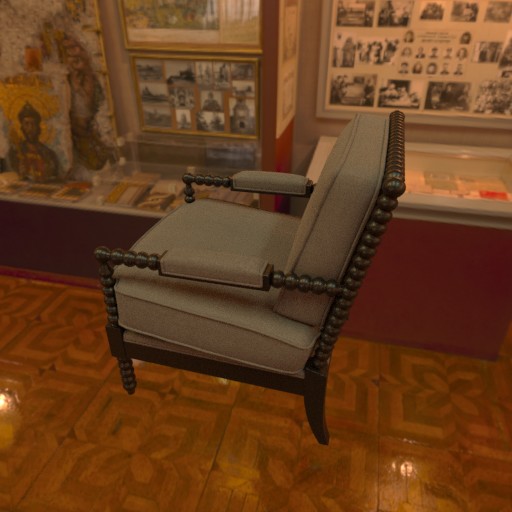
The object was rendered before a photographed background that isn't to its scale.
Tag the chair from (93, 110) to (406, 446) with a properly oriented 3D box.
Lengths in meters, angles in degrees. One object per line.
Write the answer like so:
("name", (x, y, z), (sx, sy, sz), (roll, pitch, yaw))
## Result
("chair", (0.000, 0.000, 1.121), (0.622, 0.661, 0.540), (8, 32, 13))
